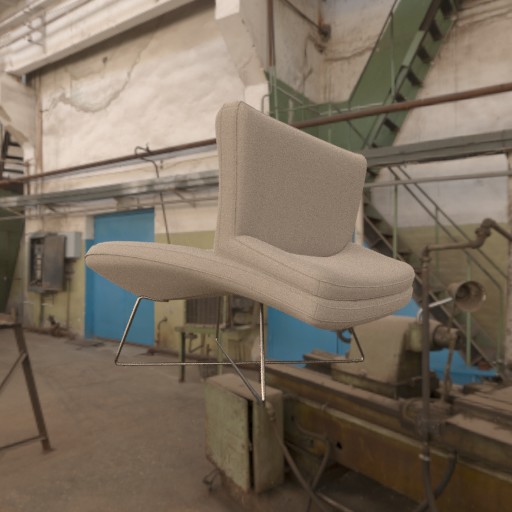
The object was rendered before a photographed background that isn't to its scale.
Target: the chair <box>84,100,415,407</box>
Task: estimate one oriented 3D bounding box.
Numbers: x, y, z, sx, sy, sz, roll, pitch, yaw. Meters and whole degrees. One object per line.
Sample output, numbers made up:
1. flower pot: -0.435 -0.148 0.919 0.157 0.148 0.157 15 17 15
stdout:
1. chair: 0.000 0.000 1.680 1.008 0.855 0.859 0 0 37
